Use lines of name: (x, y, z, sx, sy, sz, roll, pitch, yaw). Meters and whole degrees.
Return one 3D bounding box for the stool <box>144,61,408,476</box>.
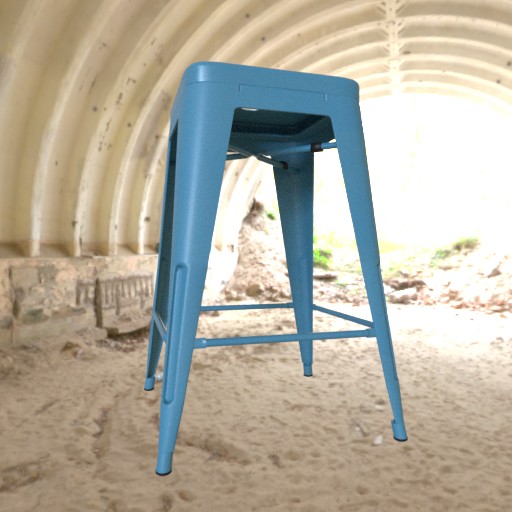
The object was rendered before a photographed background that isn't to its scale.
stool: (0.000, 0.000, 0.863, 0.410, 0.608, 0.410, 0, 1, -17)
